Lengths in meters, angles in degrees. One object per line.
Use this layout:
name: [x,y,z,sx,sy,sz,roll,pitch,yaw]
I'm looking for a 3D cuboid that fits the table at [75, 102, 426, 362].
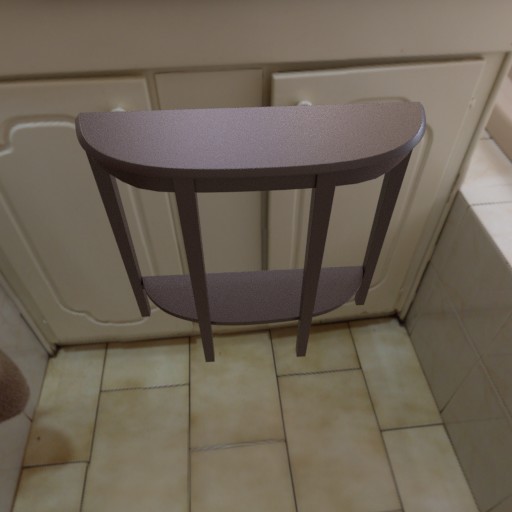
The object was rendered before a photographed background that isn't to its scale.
table: [0.000,0.000,1.351,0.909,0.831,0.274,-3,47,-3]
